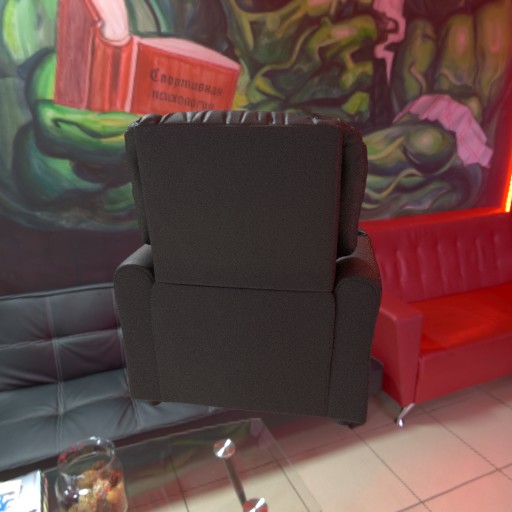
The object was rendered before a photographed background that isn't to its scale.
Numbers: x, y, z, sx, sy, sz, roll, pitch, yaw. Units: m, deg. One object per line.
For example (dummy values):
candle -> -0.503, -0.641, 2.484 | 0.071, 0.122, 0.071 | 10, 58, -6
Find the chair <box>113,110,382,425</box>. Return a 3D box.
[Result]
chair -> 0.000, 0.000, 1.143 | 0.610, 0.709, 0.521 | 3, 18, 9
